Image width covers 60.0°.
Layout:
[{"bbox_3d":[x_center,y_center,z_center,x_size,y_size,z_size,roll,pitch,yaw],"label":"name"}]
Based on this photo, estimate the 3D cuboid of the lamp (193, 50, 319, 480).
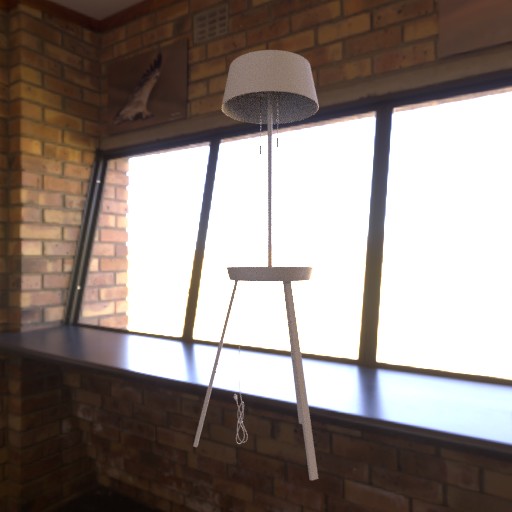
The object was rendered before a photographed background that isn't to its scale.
[{"bbox_3d":[0.000,0.000,1.663,0.468,1.429,0.508,0,0,1],"label":"lamp"}]
